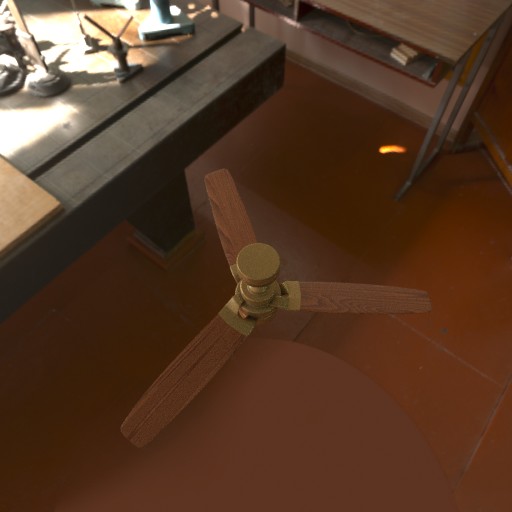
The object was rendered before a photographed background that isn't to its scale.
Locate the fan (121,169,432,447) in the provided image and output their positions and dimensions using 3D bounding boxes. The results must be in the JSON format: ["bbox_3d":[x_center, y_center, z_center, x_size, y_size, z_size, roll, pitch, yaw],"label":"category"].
[{"bbox_3d":[0.000,0.000,2.019,1.416,0.425,1.271,-14,59,-9],"label":"fan"}]
